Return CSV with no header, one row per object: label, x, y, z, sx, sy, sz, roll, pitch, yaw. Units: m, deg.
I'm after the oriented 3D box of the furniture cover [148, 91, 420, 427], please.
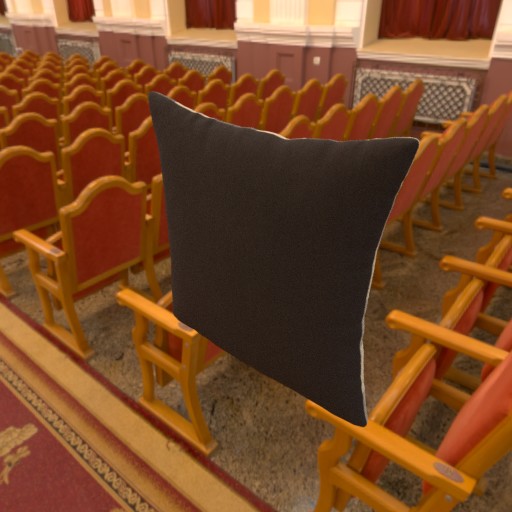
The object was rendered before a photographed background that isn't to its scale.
furniture cover,0.000,0.000,0.796,0.511,0.509,0.161,23,37,34
